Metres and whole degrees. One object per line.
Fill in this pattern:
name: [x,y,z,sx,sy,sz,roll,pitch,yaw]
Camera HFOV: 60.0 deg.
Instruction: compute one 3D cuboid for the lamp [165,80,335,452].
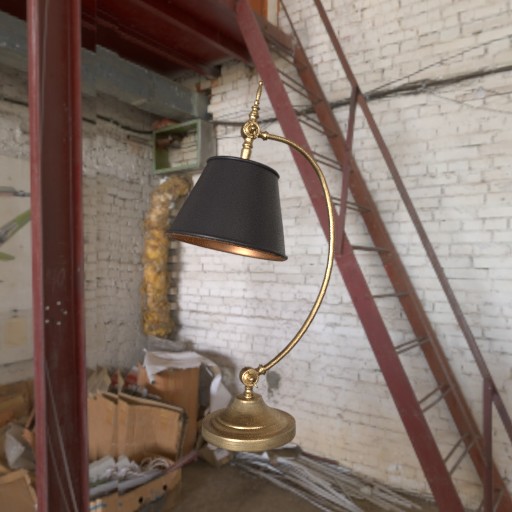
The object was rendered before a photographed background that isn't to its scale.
lamp: [0.000,0.000,0.852,0.344,0.675,0.235,0,0,-19]
